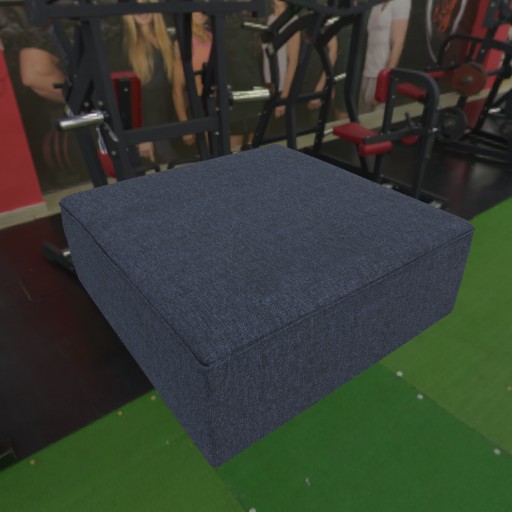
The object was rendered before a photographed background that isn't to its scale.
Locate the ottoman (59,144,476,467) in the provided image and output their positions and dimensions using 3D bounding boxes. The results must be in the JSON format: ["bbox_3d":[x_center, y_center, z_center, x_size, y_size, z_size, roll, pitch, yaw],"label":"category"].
[{"bbox_3d":[0.000,0.000,1.563,1.023,0.423,1.017,-21,38,-30],"label":"ottoman"}]
